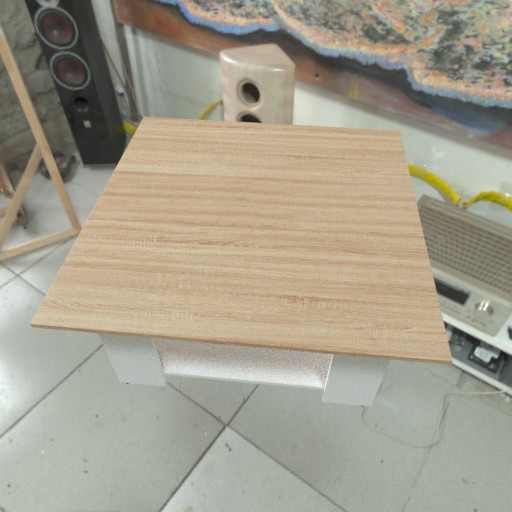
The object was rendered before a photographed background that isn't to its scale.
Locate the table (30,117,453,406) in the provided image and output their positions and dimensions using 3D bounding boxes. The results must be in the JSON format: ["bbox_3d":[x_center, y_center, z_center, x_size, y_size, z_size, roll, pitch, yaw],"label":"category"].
[{"bbox_3d":[0.000,0.000,1.036,0.670,0.305,0.670,4,46,4],"label":"table"}]
